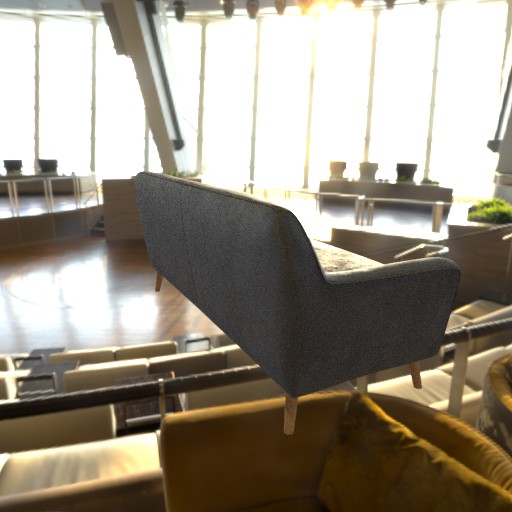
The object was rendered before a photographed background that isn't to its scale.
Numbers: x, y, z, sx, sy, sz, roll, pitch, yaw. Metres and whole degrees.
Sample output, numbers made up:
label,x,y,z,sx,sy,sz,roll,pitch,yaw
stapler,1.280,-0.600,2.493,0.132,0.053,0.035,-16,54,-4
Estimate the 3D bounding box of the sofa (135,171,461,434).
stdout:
label,x,y,z,sx,sy,sz,roll,pitch,yaw
sofa,0.000,0.000,2.388,0.841,0.832,1.975,-8,16,-27
